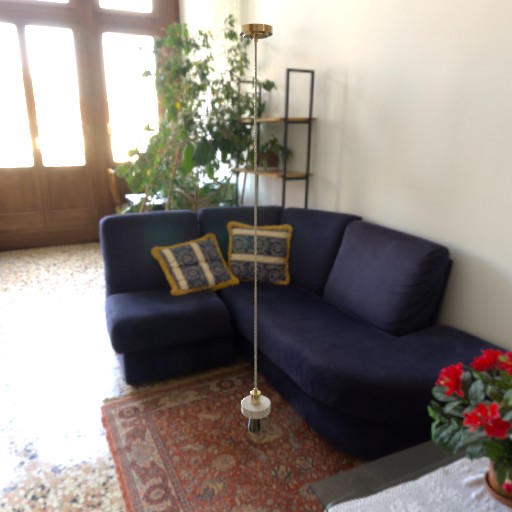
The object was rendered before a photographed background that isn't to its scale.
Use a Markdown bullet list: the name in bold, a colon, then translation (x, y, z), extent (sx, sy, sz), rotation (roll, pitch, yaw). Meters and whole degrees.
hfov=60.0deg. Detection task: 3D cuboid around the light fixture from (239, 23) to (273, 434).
- **light fixture**: translation (0.000, 0.000, 1.784), extent (0.129, 1.669, 0.129), rotation (8, 18, 27)
